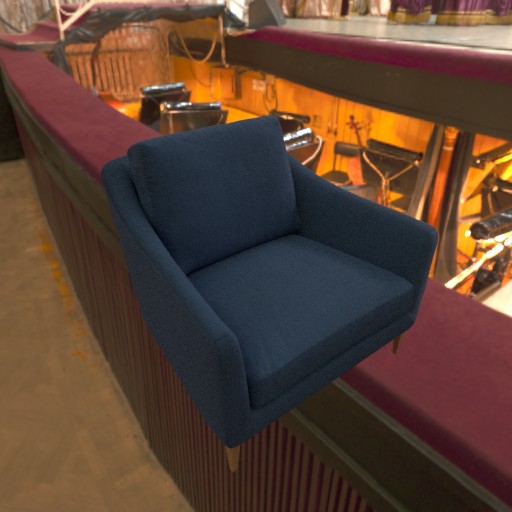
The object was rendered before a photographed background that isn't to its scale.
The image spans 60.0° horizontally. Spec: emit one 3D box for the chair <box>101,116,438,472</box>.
[{"bbox_3d":[0.000,0.000,1.723,0.987,0.899,0.961,-22,37,-33],"label":"chair"}]
